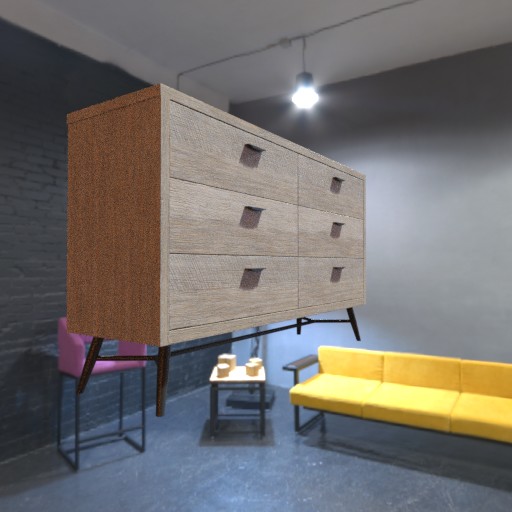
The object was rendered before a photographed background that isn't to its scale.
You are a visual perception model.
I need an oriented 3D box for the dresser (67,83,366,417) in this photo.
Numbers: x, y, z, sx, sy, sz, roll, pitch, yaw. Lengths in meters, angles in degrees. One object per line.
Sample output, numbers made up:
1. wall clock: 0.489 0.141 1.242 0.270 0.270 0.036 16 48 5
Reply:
1. dresser: 0.000 0.000 1.944 0.457 0.914 1.524 -1 -1 35
